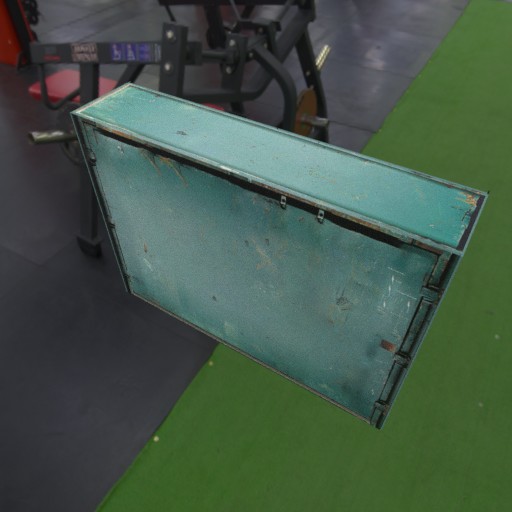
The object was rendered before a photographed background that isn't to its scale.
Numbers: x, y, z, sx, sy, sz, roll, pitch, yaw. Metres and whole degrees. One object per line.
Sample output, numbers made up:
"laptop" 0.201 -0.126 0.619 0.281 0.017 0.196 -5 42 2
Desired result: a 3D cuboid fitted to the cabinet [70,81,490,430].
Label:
"cabinet" 0.000 0.000 3.872 3.001 2.160 0.680 24 50 22
